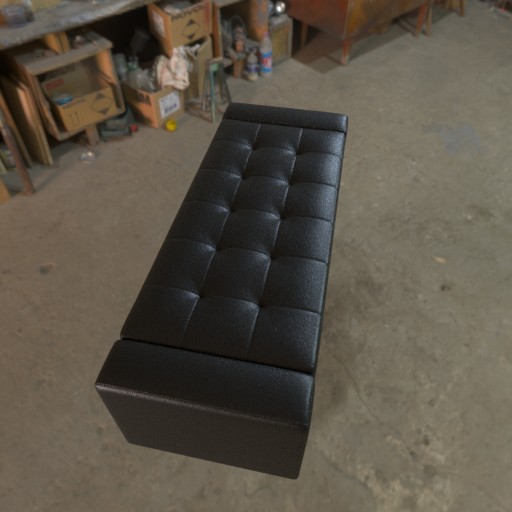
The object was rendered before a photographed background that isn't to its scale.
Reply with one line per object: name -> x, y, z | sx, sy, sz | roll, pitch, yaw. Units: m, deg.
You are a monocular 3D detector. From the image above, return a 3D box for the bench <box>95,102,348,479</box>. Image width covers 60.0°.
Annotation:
bench -> 0.000, 0.000, 1.551 | 0.508, 0.445, 1.296 | 9, 49, 8
